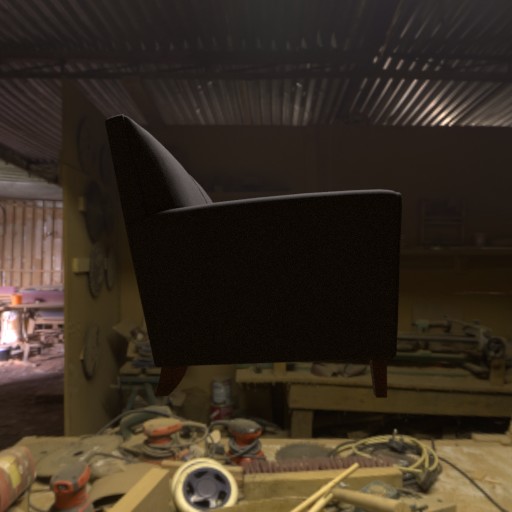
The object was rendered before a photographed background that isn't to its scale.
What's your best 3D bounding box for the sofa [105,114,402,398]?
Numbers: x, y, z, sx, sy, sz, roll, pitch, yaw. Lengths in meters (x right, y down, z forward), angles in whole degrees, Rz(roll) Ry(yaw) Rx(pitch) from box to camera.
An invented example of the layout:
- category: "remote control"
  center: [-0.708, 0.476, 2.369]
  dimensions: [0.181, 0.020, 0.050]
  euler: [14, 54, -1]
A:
- category: "sofa"
  center: [0.000, 0.000, 1.973]
  dimensions: [0.871, 0.846, 1.420]
  euler: [0, 0, 1]
